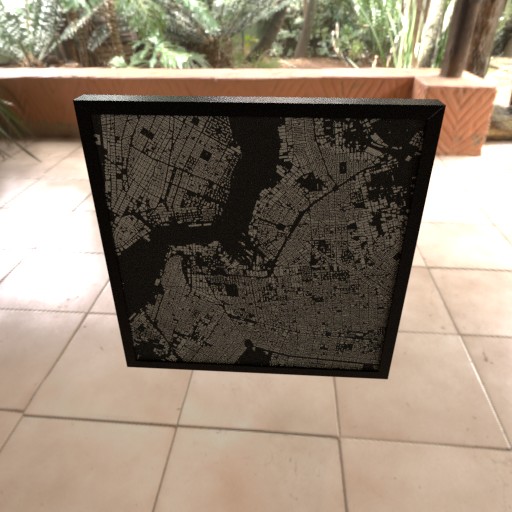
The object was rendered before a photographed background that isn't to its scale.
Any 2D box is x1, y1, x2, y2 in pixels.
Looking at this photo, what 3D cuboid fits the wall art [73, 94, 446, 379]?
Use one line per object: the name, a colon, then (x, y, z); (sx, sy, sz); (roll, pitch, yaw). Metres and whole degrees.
wall art: (0.000, 0.000, 0.745); (0.506, 0.506, 0.038); (2, 31, 3)
